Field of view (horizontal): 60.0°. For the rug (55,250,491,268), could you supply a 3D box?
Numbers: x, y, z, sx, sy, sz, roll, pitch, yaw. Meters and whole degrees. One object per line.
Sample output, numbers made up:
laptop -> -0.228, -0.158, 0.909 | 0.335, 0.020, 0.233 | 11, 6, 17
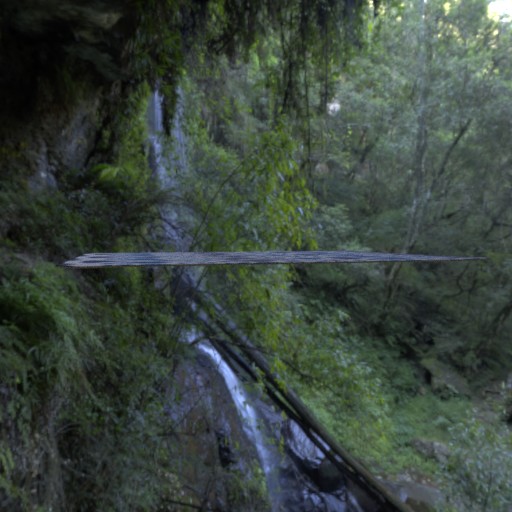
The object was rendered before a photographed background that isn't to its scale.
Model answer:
rug -> 0.000, 0.000, 4.248 | 3.228, 0.024, 2.443 | -1, 2, -17
